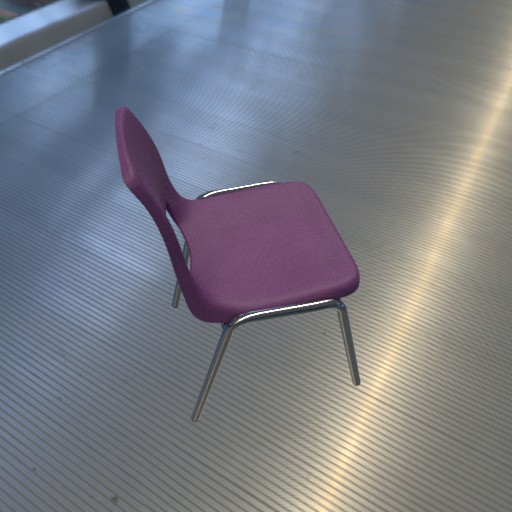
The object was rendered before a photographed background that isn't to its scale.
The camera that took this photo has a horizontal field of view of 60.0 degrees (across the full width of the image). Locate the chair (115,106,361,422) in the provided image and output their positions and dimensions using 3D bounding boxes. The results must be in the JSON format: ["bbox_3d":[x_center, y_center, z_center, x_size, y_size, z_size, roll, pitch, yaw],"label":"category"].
[{"bbox_3d":[0.000,0.000,0.933,0.432,0.654,0.381,-11,48,-10],"label":"chair"}]
